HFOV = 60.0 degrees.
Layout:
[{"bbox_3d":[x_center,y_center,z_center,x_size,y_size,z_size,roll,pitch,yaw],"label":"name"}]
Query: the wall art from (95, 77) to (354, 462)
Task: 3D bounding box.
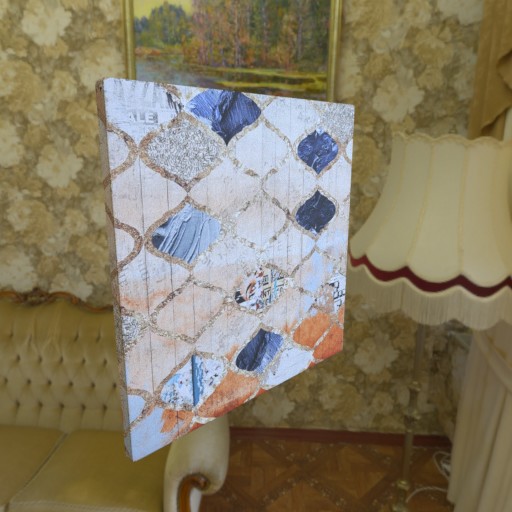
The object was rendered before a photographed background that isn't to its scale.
[{"bbox_3d":[0.000,0.000,1.330,0.912,0.914,0.039,-13,19,-43],"label":"wall art"}]
